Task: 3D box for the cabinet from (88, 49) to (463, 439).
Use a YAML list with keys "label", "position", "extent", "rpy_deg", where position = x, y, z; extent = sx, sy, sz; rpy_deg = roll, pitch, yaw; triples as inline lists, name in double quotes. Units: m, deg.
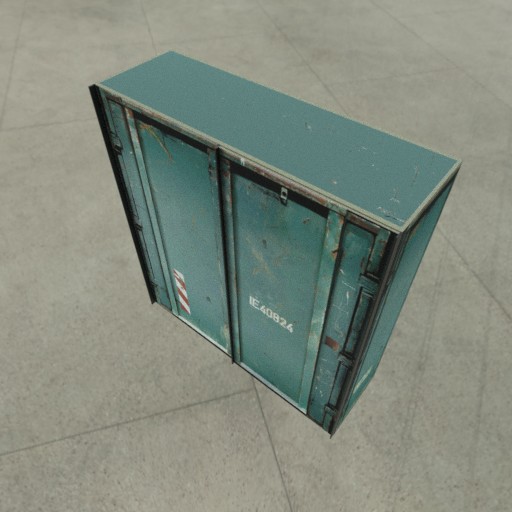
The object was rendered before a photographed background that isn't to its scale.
- label: "cabinet"
  position: [0.000, 0.000, 3.160]
  extent: [2.000, 2.160, 0.680]
  rpy_deg: [31, 55, 25]
